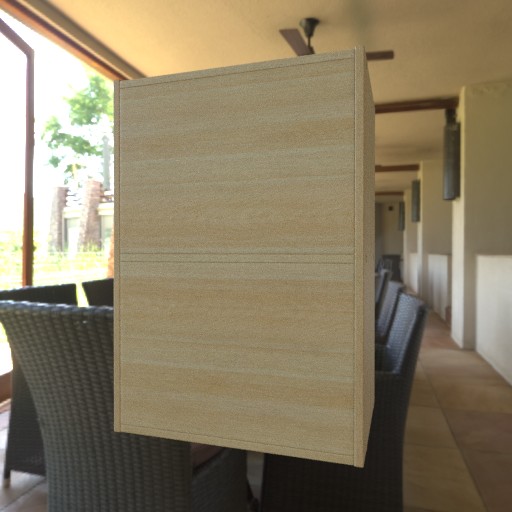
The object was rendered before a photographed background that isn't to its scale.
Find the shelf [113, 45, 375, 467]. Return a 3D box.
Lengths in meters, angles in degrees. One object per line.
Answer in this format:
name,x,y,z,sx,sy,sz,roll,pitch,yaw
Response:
shelf,0.000,0.000,0.821,0.414,0.592,0.290,0,1,18
